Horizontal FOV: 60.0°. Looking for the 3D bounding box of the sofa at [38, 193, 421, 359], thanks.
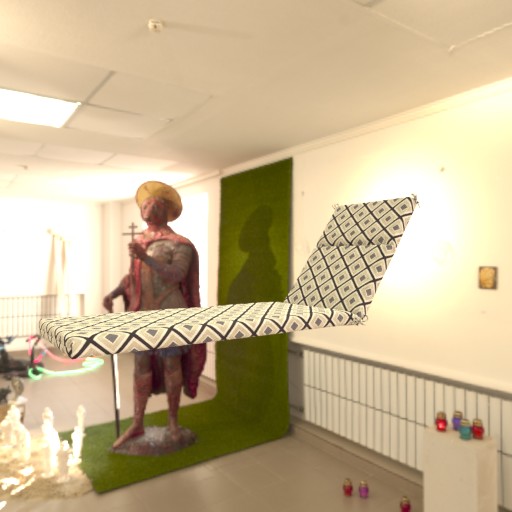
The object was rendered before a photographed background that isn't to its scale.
[{"bbox_3d":[0.000,0.000,1.946,1.663,0.622,0.582,0,0,-36],"label":"sofa"}]
